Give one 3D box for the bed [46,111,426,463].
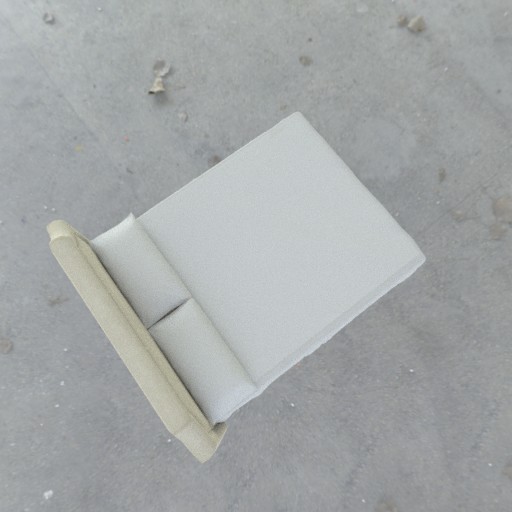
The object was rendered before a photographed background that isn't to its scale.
[{"bbox_3d":[0.000,0.000,3.331,2.164,1.297,1.828,-36,78,-9],"label":"bed"}]
